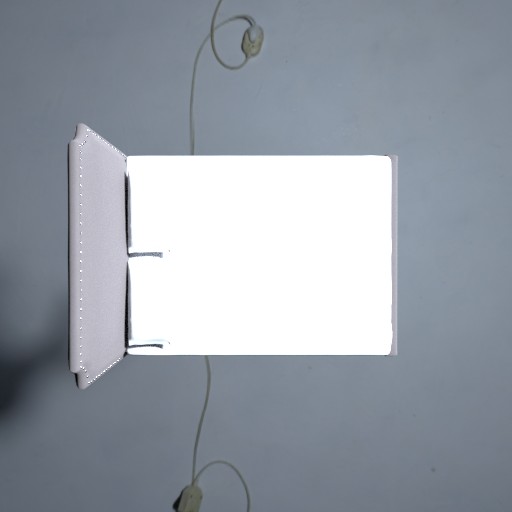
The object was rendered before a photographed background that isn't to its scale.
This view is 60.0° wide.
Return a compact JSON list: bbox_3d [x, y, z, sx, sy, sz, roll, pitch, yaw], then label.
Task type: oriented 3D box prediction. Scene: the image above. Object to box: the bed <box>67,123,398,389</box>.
[{"bbox_3d":[0.000,0.000,3.438,2.372,1.443,1.713,0,90,0],"label":"bed"}]
